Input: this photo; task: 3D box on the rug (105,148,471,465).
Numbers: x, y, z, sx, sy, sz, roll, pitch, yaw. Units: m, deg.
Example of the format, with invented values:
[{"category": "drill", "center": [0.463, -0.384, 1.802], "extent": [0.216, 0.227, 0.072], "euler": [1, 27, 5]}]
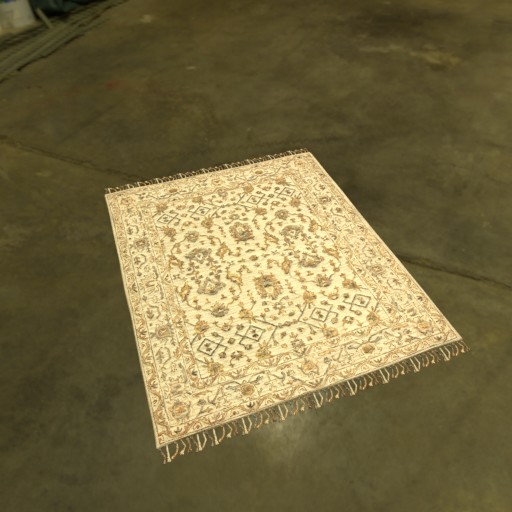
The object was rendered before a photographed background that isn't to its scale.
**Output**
[{"category": "rug", "center": [0.000, 0.000, 4.100], "extent": [2.426, 0.034, 3.061], "euler": [-15, 48, -14]}]
